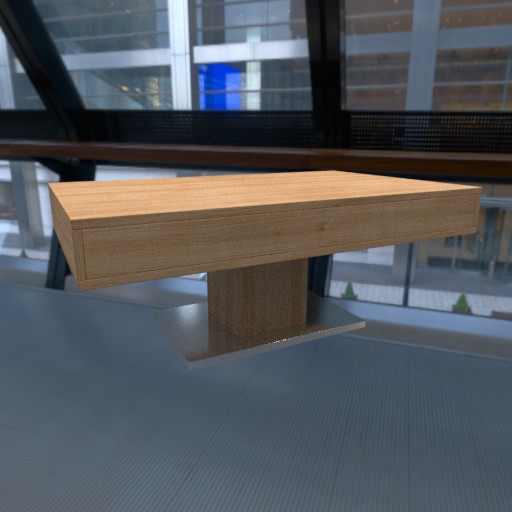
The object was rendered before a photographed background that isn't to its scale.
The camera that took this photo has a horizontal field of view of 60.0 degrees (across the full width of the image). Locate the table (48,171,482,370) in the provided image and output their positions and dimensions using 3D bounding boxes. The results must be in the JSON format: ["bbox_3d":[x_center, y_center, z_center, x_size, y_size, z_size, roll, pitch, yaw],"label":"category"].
[{"bbox_3d":[0.000,0.000,1.385,1.100,0.440,0.700,-8,17,-26],"label":"table"}]
